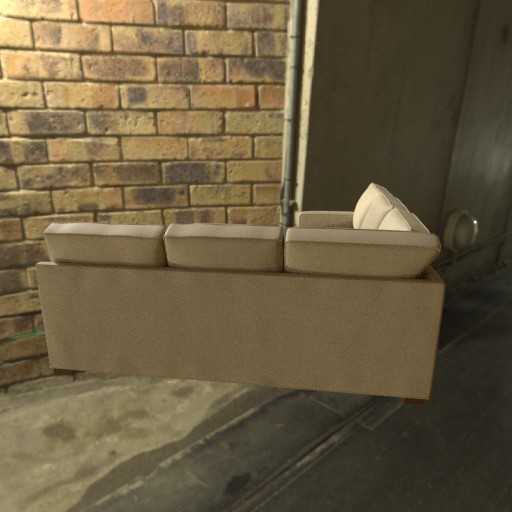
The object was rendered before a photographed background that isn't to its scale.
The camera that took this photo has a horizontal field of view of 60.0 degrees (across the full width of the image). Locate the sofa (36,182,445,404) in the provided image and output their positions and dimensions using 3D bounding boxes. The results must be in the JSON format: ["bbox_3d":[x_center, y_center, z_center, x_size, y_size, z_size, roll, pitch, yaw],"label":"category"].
[{"bbox_3d":[0.000,0.000,3.402,2.189,0.939,2.182,2,17,8],"label":"sofa"}]
